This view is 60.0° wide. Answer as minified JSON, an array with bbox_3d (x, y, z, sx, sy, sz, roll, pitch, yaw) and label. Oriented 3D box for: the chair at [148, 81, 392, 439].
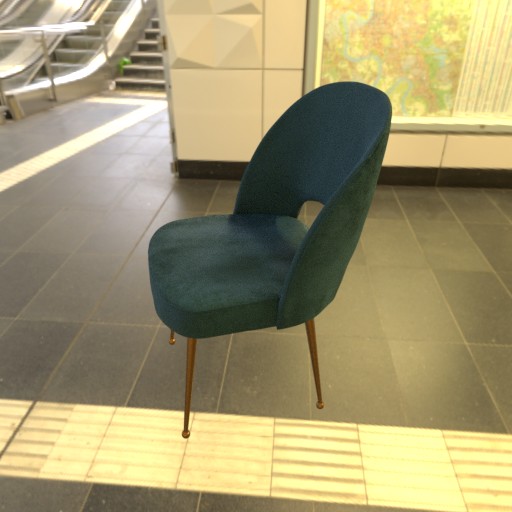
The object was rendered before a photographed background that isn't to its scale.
[{"bbox_3d":[0.000,0.000,1.215,0.577,0.860,0.527,-8,31,-13],"label":"chair"}]
